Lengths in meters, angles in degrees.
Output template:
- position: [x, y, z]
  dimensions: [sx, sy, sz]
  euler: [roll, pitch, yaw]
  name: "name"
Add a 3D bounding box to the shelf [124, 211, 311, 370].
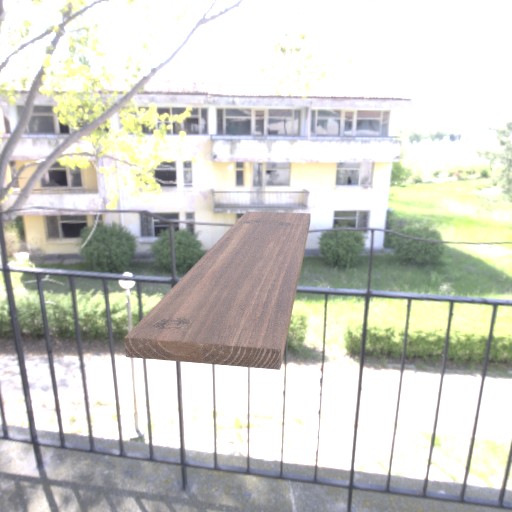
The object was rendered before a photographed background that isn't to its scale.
- position: [0.000, 0.000, 0.675]
  dimensions: [0.140, 0.020, 0.610]
  euler: [3, 17, 9]
  name: "shelf"
